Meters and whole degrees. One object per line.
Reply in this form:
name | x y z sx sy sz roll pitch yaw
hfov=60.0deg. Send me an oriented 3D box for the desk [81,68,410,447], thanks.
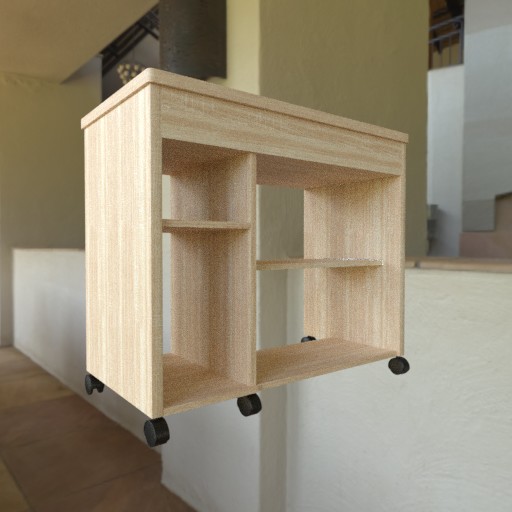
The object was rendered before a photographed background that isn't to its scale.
desk | 0.000 0.000 1.335 0.884 0.770 0.480 -1 2 -37
